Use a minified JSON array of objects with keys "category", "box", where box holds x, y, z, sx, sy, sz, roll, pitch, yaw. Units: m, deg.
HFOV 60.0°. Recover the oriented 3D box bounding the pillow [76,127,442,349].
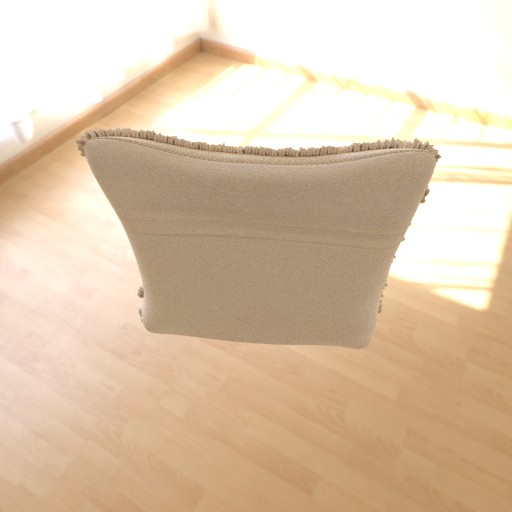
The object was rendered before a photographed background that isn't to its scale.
[{"category":"pillow","box":[0.000,0.000,0.679,0.437,0.427,0.145,3,48,3]}]
